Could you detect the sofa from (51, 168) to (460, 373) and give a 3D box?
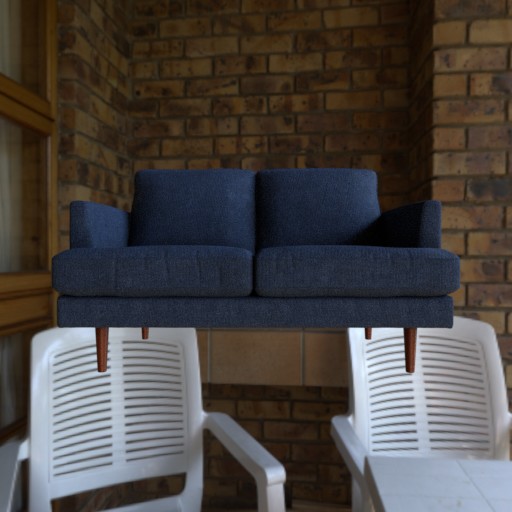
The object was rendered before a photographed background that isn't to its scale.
[{"bbox_3d":[0.000,0.000,2.121,1.582,0.944,0.903,0,0,0],"label":"sofa"}]
